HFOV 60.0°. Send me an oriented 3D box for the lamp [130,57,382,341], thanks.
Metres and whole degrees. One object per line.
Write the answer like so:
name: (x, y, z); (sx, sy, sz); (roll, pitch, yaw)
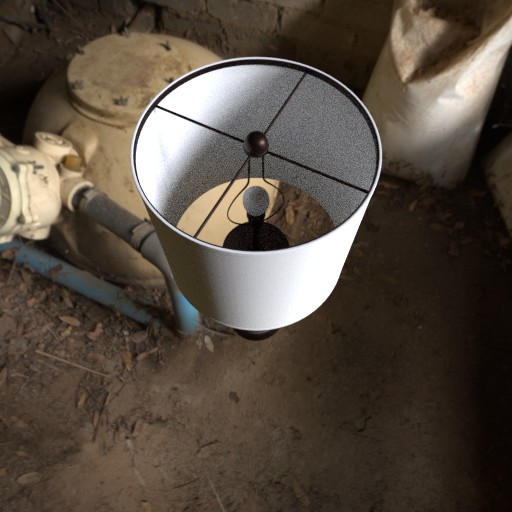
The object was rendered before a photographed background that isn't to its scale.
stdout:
lamp: (0.000, 0.000, 0.802); (0.301, 0.630, 0.301); (-16, 64, -8)
